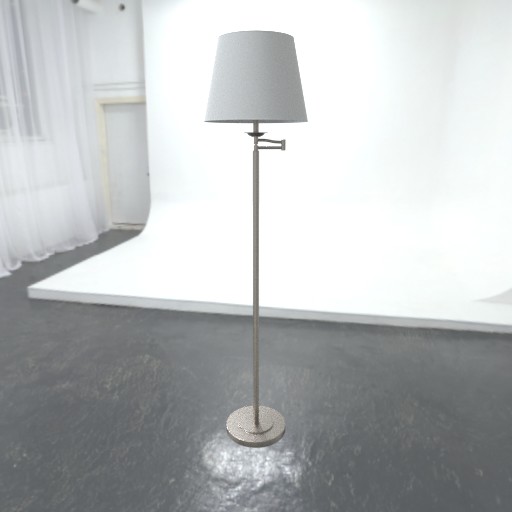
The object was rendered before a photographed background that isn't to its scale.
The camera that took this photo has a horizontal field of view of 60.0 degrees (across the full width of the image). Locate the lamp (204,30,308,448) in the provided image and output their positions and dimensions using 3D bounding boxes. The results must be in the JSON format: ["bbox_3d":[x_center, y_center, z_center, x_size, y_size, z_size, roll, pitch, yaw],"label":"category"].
[{"bbox_3d":[0.000,0.000,1.643,0.355,1.473,0.355,0,15,0],"label":"lamp"}]
